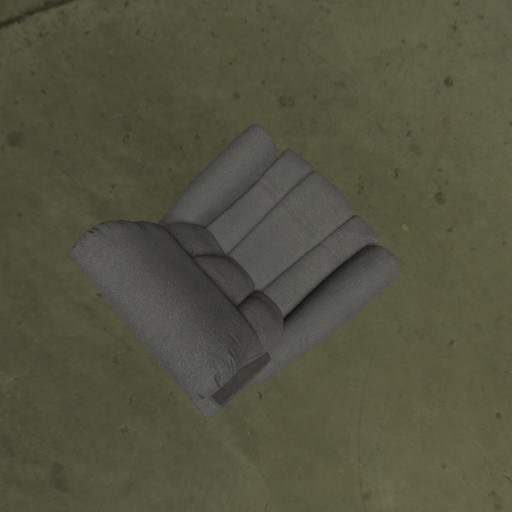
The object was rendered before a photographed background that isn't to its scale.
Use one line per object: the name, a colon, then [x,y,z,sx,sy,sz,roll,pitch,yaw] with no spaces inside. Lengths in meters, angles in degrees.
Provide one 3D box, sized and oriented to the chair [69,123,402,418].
chair: [0.000,0.000,1.758,0.979,1.031,0.871,-41,79,-10]
